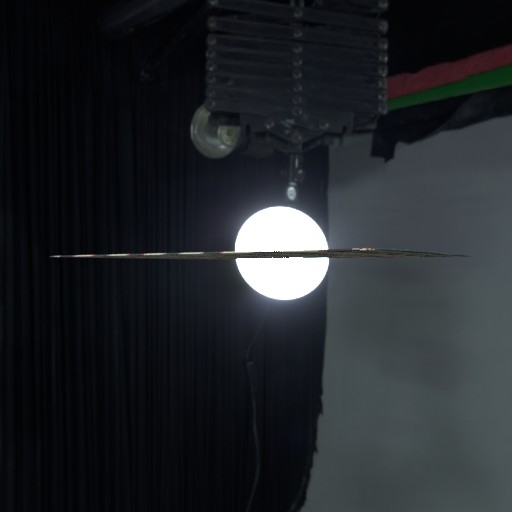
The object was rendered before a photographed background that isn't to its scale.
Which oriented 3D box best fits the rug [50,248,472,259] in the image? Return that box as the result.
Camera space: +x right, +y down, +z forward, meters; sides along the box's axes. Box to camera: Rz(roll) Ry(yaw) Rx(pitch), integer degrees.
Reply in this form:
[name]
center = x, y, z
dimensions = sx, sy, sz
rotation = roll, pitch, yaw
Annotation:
[rug]
center = 0.000, 0.000, 2.884
dimensions = 2.311, 0.010, 1.522
rotation = -1, -2, 37
